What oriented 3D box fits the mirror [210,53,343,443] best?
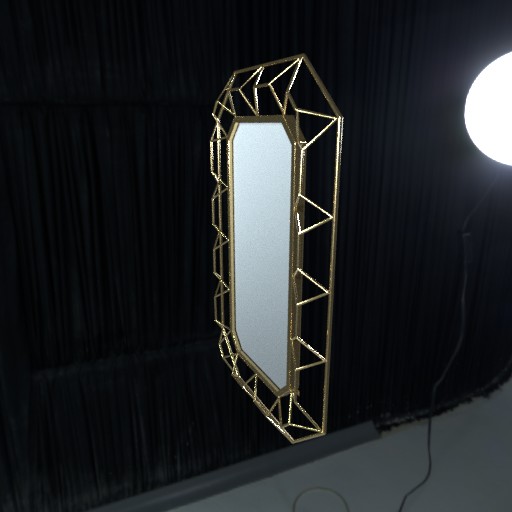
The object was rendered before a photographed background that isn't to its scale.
[{"bbox_3d":[0.000,0.000,1.081,0.051,0.870,0.572,-8,18,-25],"label":"mirror"}]
